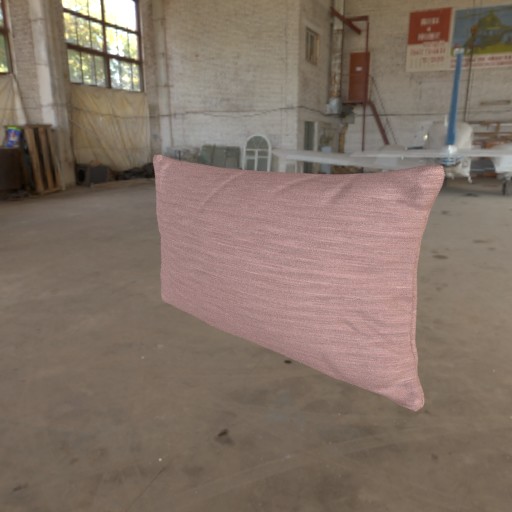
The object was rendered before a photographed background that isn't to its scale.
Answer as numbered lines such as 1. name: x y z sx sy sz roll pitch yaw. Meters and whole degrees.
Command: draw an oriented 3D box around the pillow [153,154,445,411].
1. pillow: 0.000 0.000 0.784 0.633 0.338 0.210 14 20 43
